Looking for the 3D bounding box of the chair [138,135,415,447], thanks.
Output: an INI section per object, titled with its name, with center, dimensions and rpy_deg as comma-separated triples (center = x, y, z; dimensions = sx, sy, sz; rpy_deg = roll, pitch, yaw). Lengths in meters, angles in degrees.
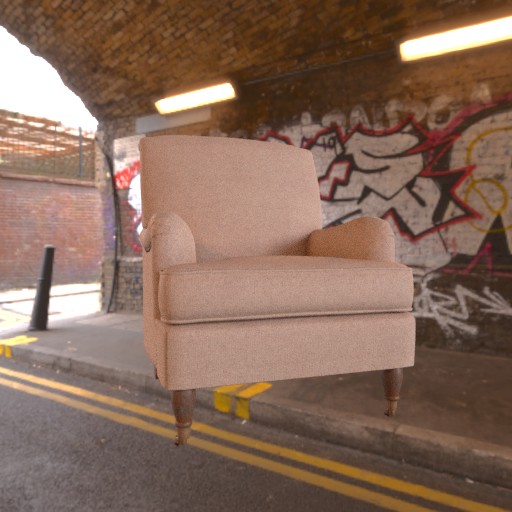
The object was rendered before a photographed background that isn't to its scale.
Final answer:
[chair]
center = 0.000, 0.000, 1.784
dimensions = 0.879, 1.119, 0.953
rpy_deg = 0, 1, -18
